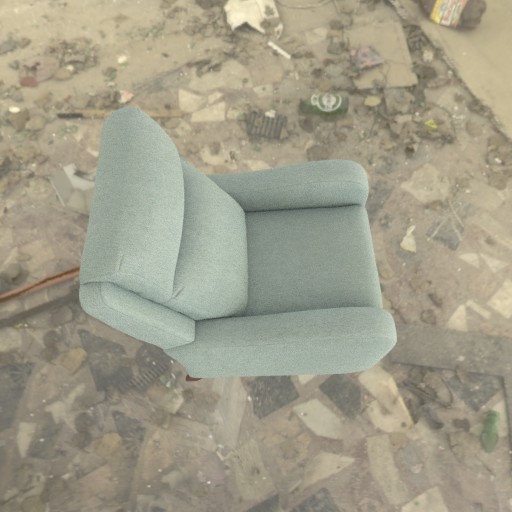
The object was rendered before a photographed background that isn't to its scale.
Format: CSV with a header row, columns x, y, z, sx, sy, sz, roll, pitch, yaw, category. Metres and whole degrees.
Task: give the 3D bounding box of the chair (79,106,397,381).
x,y,z,sx,sy,sz,roll,pitch,yaw,category
0.000,0.000,1.732,0.988,1.067,0.785,-2,63,-1,chair
